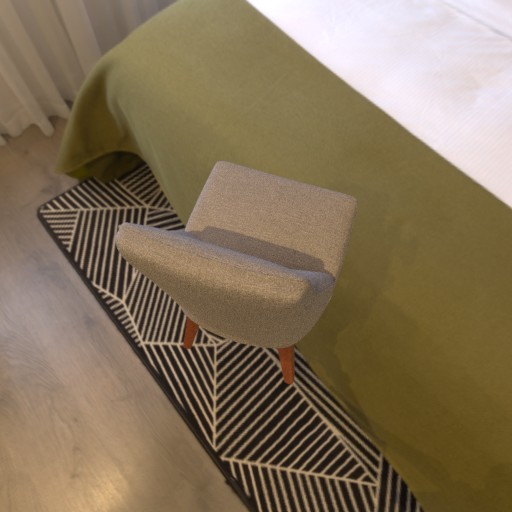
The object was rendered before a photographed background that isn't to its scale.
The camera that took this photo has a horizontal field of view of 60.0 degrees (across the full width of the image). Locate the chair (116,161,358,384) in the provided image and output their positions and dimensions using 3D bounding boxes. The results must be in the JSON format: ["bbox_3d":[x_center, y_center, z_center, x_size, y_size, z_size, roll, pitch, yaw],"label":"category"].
[{"bbox_3d":[0.000,0.000,1.309,0.500,0.930,0.620,17,63,9],"label":"chair"}]
